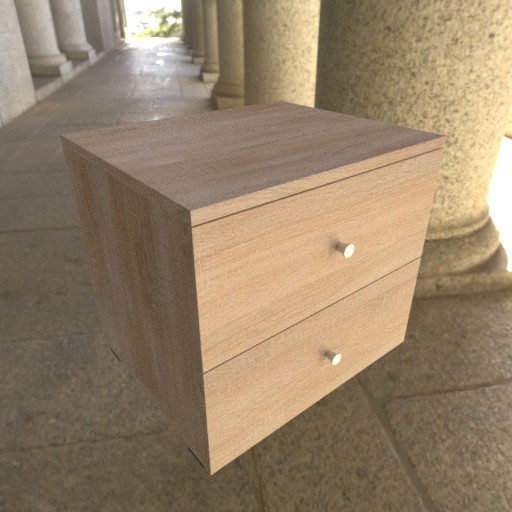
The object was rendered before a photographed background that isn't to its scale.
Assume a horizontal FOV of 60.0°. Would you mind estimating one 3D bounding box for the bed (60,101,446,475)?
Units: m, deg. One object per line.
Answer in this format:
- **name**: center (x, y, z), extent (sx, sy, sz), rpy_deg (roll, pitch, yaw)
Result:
- **bed**: center (0.000, 0.000, 0.781), extent (0.460, 0.420, 0.401), rpy_deg (-22, 36, -33)
